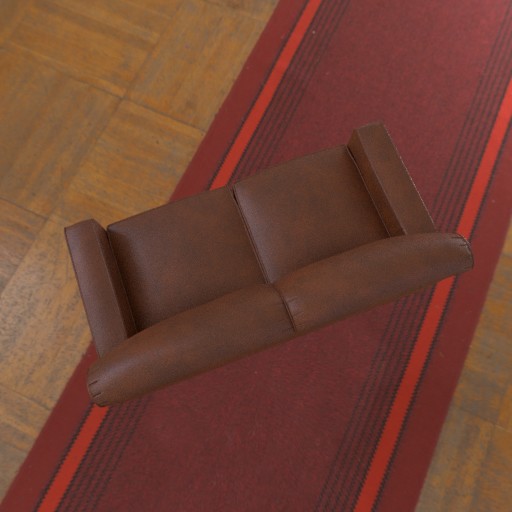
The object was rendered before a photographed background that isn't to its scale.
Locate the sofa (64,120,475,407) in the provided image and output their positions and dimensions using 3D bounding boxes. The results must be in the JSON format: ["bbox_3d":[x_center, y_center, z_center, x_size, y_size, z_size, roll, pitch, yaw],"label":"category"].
[{"bbox_3d":[0.000,0.000,2.443,1.856,0.966,1.000,-20,76,-5],"label":"sofa"}]
